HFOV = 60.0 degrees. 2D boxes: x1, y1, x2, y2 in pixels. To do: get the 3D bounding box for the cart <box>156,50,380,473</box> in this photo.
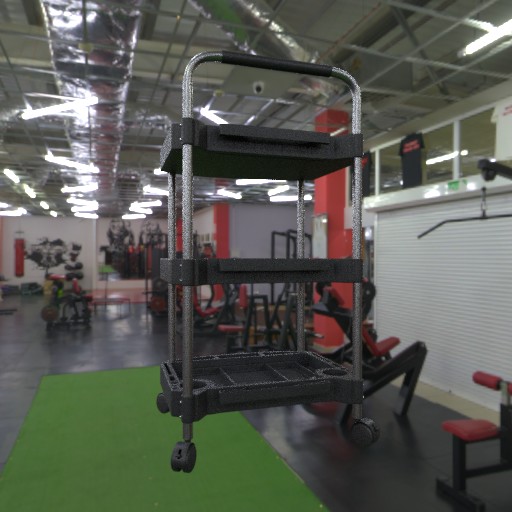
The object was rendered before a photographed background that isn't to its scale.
[{"bbox_3d":[0.000,0.000,1.395,0.584,1.075,0.518,0,0,-17],"label":"cart"}]
